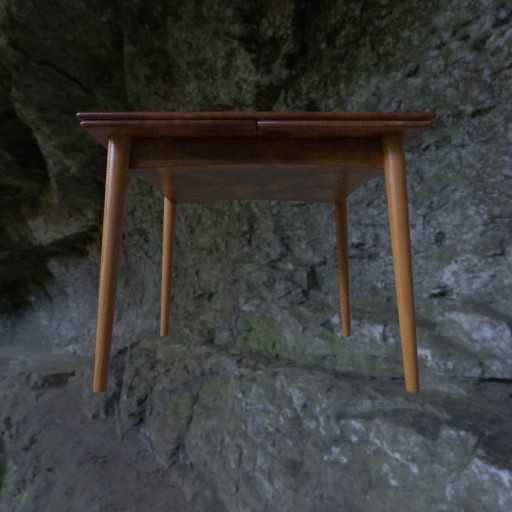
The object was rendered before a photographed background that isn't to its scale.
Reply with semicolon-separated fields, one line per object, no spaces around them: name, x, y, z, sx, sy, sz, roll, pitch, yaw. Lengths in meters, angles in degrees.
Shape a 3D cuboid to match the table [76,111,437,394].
table;0.000;0.000;1.649;0.991;0.754;0.991;0;0;0
